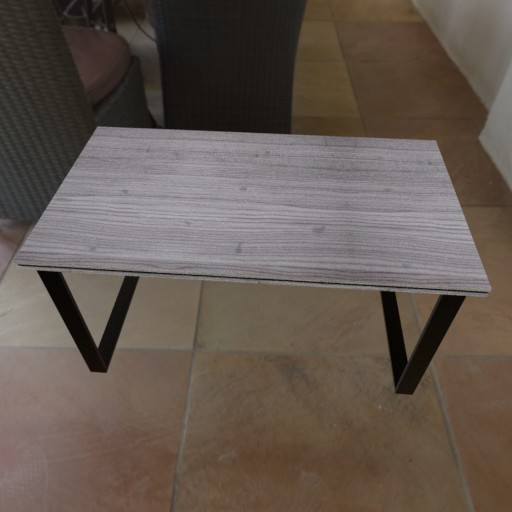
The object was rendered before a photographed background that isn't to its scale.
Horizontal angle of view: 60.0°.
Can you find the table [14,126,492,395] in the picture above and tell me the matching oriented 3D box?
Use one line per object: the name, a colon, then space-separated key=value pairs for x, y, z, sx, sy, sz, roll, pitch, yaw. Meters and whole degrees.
table: x=0.000 y=0.000 z=2.026 sx=1.579 sy=0.736 sz=0.881 roll=3 pitch=46 yaw=3
